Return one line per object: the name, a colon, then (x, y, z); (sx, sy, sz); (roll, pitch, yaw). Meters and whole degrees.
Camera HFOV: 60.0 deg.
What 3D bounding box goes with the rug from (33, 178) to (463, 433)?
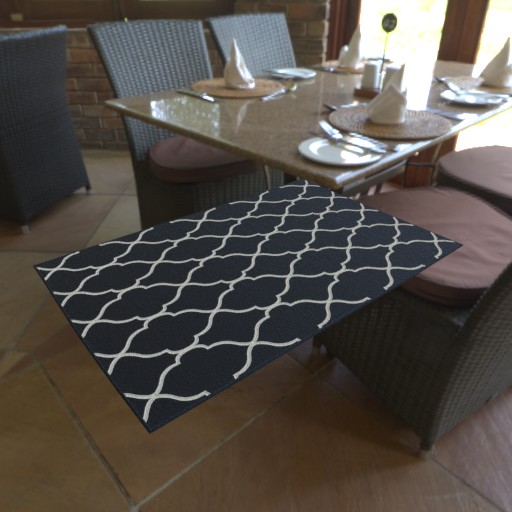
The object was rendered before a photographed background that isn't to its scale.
rug: (0.000, 0.000, 2.797); (2.290, 0.014, 1.526); (-23, 38, -33)
